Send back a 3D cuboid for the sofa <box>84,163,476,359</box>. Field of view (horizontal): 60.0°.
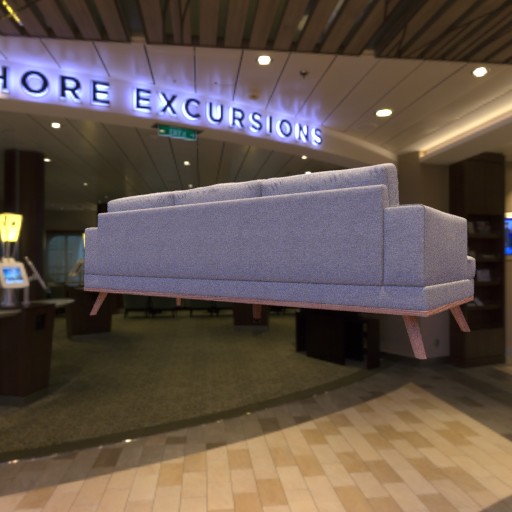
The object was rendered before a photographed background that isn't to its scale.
[{"bbox_3d":[0.000,0.000,2.730,2.310,0.810,0.920,0,0,37],"label":"sofa"}]
